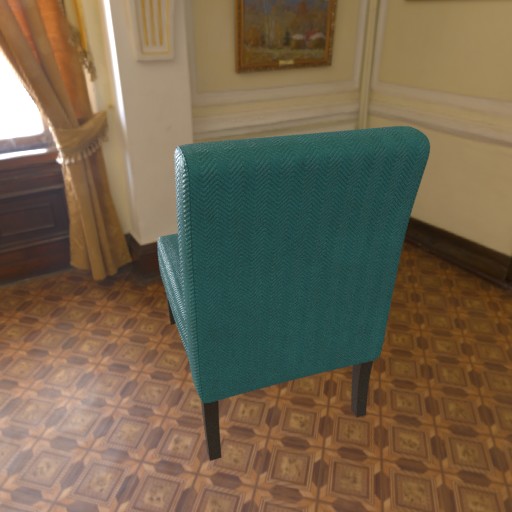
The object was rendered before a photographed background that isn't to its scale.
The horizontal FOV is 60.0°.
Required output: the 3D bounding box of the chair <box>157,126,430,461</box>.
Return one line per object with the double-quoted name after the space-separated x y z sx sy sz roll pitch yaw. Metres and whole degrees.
0.000 0.000 1.446 0.579 0.927 0.808 -9 30 -17 "chair"
